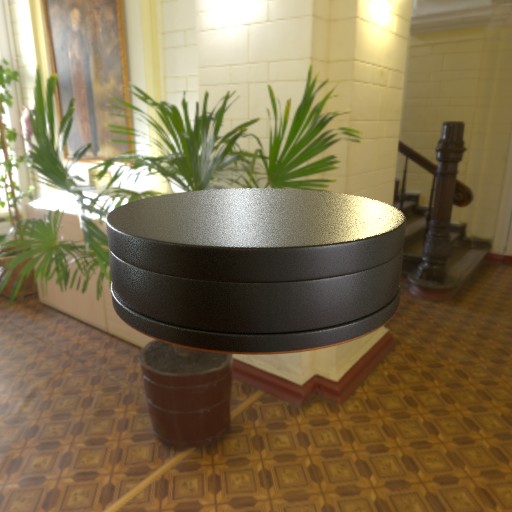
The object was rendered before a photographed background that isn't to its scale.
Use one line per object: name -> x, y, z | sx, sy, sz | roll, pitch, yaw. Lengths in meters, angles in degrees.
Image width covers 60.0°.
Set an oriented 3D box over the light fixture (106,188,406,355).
light fixture -> 0.000, 0.000, 0.448 | 0.283, 0.097, 0.283 | 0, 17, 0
